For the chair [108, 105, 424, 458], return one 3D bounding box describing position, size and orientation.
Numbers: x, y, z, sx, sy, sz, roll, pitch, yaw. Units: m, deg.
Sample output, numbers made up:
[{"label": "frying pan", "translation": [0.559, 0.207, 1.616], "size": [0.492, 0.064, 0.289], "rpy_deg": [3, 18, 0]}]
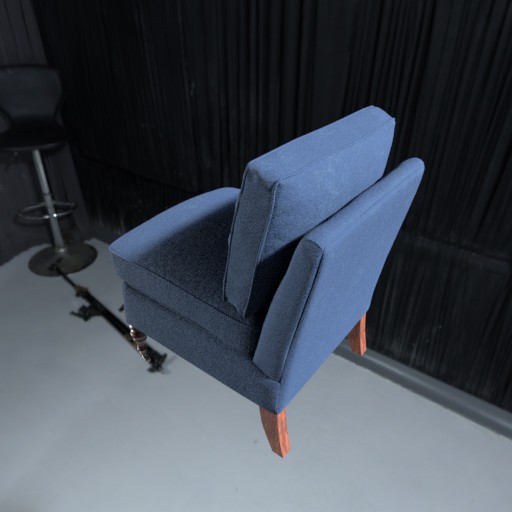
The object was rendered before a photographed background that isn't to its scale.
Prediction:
[{"label": "chair", "translation": [0.000, 0.000, 1.672], "size": [0.912, 1.052, 0.724], "rpy_deg": [22, 39, 31]}]
